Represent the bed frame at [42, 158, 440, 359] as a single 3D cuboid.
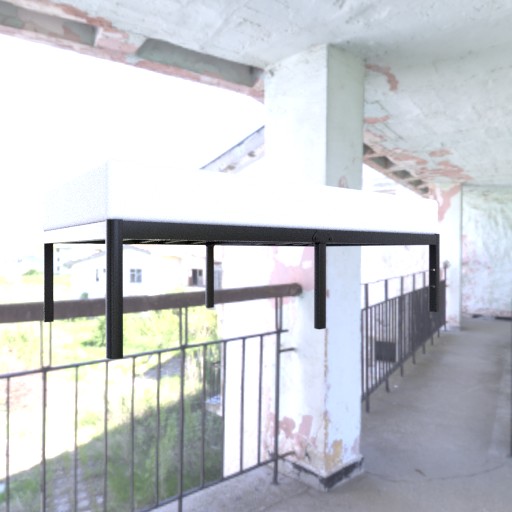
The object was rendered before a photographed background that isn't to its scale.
[{"bbox_3d":[0.000,0.000,2.415,1.950,0.659,1.023,0,1,-37],"label":"bed frame"}]
